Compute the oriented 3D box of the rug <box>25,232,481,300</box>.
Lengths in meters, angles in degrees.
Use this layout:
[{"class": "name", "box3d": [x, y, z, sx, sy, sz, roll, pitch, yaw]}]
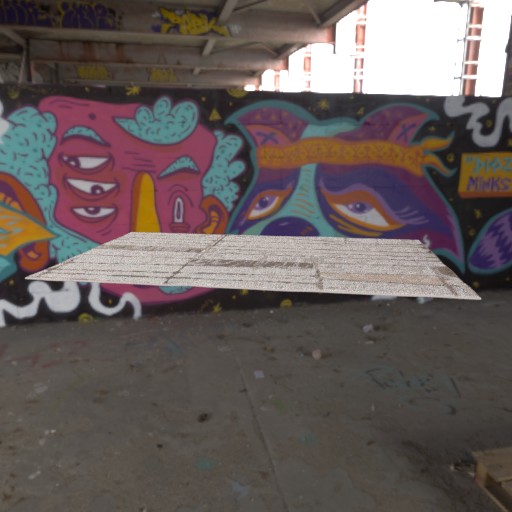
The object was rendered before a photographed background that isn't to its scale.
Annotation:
[{"class": "rug", "box3d": [0.000, 0.000, 1.076, 0.867, 0.007, 0.515, 2, 14, 8]}]
